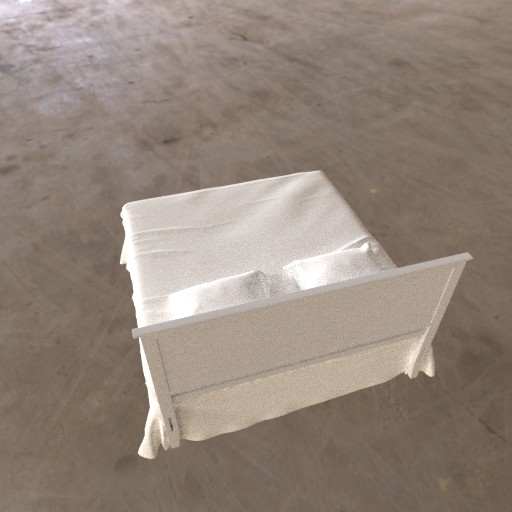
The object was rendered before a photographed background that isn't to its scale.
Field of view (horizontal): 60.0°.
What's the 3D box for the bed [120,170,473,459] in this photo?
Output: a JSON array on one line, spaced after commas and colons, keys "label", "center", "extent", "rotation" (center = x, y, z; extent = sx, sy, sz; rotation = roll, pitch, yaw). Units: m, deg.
[{"label": "bed", "center": [0.000, 0.000, 3.608], "extent": [2.317, 1.273, 2.215], "rotation": [-12, 43, -13]}]
